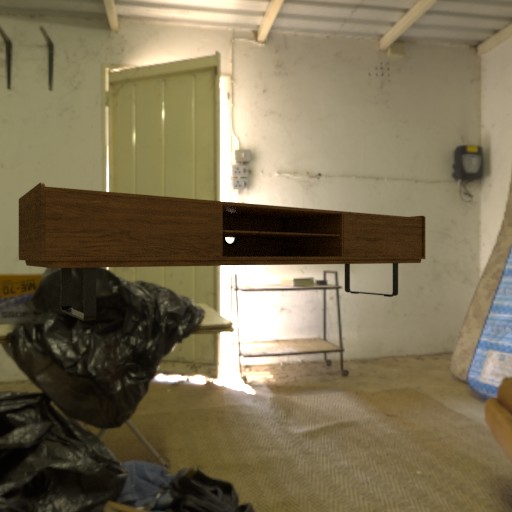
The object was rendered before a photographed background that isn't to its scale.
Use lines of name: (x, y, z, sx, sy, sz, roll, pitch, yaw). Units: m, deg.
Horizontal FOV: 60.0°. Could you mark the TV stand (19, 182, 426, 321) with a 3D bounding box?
TV stand: (0.000, 0.000, 1.947, 1.796, 0.415, 0.467, 0, 0, -35)
